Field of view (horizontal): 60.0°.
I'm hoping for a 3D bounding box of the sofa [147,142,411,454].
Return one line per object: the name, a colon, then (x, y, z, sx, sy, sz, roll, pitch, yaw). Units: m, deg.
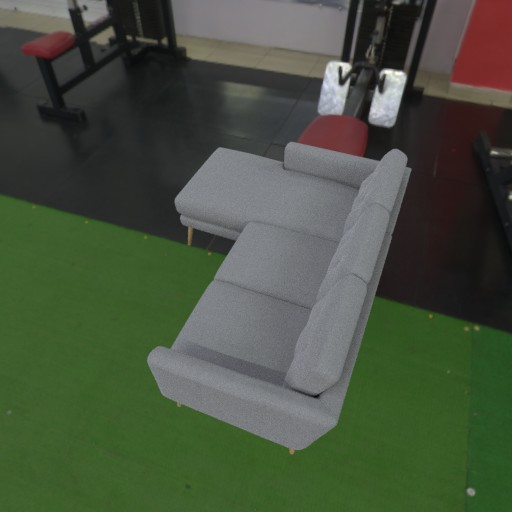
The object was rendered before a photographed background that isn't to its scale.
sofa: (0.000, 0.000, 2.824, 1.530, 0.860, 2.040, 17, 49, 15)
